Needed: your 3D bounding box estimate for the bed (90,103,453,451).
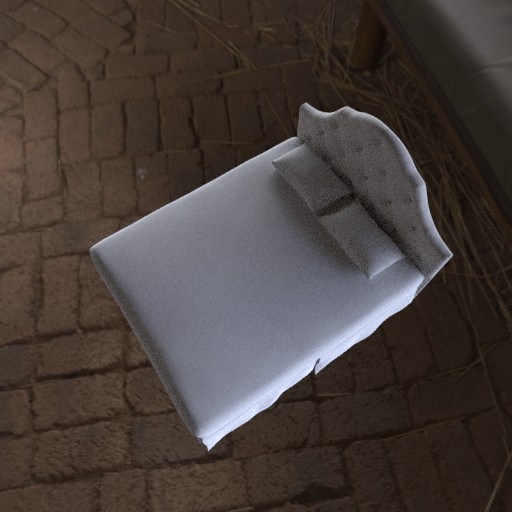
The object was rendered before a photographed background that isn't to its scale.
[{"bbox_3d":[0.000,0.000,3.814,2.477,1.617,2.039,-31,68,-14],"label":"bed"}]
